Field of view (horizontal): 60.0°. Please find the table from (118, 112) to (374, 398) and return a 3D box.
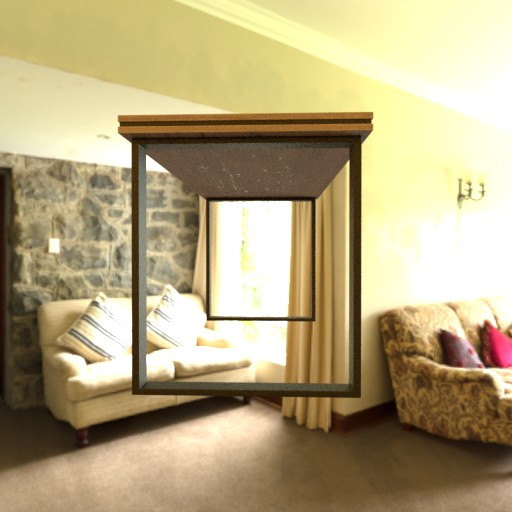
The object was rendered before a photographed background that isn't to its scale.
[{"bbox_3d":[0.000,0.000,2.266,0.795,0.899,1.778,0,0,2],"label":"table"}]
